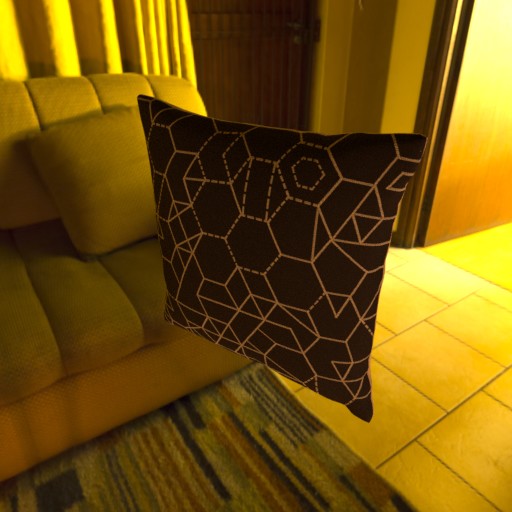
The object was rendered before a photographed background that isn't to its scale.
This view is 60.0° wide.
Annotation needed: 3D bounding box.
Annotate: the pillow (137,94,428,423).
[{"bbox_3d":[0.000,0.000,0.796,0.517,0.508,0.158,19,34,30],"label":"pillow"}]
